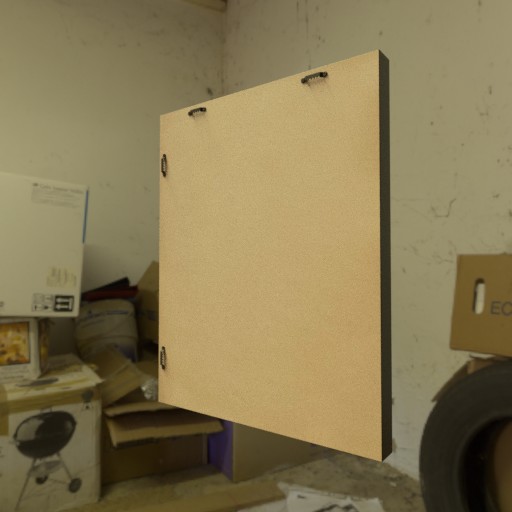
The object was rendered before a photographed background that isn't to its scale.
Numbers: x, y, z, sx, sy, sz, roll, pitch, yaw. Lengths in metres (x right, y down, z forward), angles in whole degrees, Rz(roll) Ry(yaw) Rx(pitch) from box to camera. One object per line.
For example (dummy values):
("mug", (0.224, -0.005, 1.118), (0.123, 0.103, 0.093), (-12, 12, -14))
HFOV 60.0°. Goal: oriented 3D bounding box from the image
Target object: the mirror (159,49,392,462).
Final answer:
("mirror", (0.000, 0.000, 0.679), (0.406, 0.509, 0.041), (-1, -2, 37))
